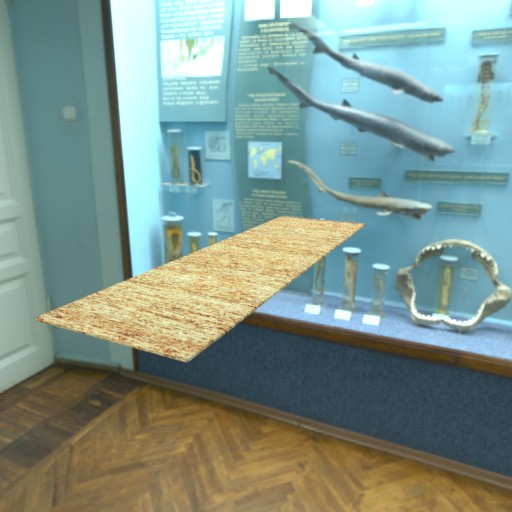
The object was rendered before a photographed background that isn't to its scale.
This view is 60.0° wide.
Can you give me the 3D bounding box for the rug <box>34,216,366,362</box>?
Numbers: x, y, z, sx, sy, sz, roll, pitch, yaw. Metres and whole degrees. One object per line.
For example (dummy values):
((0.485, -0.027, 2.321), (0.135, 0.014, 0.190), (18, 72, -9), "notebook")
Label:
((0.000, 0.000, 2.424), (0.680, 0.014, 2.237), (8, 18, 26), "rug")
